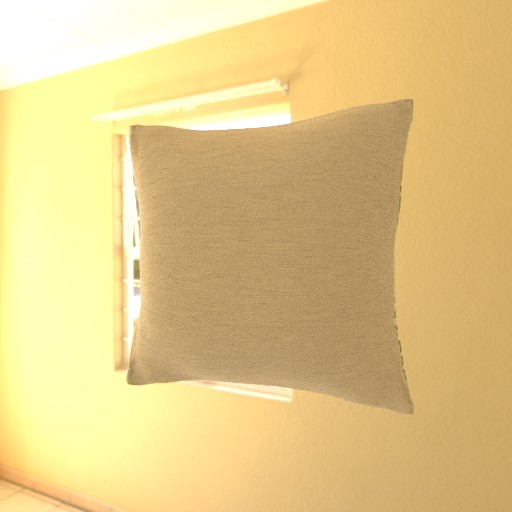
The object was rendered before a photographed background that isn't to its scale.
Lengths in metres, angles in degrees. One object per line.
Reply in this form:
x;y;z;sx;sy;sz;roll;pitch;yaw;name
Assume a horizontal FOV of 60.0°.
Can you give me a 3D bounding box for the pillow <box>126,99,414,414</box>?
0.000;0.000;0.651;0.440;0.419;0.162;0;1;18;pillow
